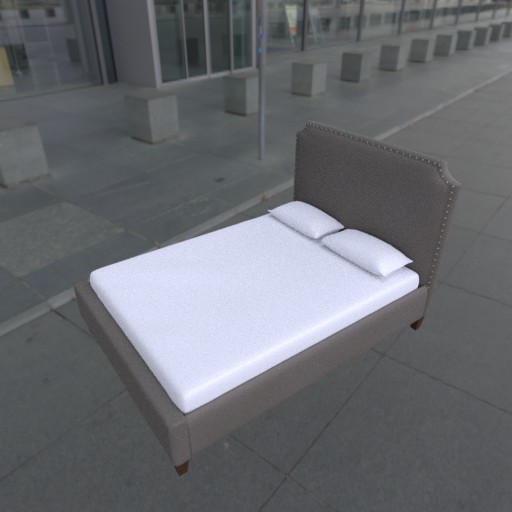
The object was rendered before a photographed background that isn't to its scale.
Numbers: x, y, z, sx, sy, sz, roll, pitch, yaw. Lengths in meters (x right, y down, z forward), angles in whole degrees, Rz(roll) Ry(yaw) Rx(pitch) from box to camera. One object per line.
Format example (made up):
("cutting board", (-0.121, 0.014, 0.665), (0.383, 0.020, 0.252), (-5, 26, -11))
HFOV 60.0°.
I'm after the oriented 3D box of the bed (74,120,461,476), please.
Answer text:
("bed", (0.000, 0.000, 3.393), (2.372, 1.443, 1.712), (-21, 37, -30))
